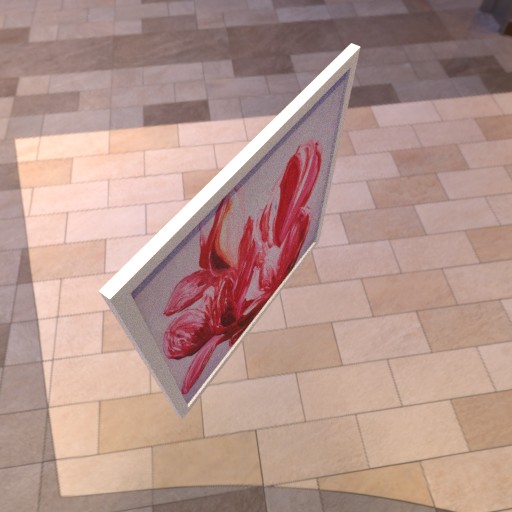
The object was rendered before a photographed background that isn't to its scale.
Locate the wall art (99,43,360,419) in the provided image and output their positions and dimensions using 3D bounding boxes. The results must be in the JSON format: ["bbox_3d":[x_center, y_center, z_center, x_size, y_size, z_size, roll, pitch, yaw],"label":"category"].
[{"bbox_3d":[0.000,0.000,0.985,0.020,0.661,0.664,31,62,18],"label":"wall art"}]
